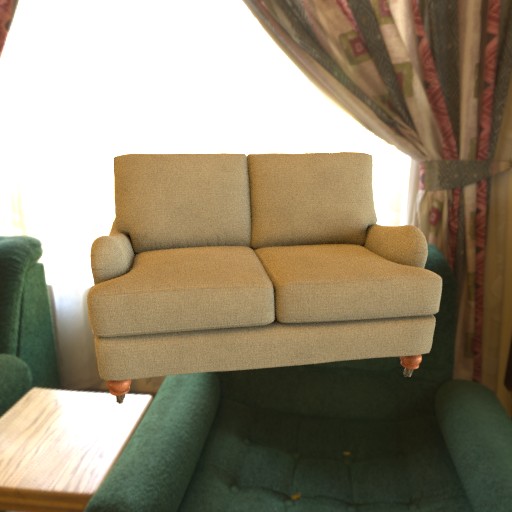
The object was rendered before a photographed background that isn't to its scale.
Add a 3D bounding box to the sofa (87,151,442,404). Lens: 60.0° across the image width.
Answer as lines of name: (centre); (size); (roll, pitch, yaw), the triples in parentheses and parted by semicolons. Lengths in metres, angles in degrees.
sofa: (0.000, 0.000, 2.234); (1.480, 0.999, 1.087); (-3, 16, -9)
